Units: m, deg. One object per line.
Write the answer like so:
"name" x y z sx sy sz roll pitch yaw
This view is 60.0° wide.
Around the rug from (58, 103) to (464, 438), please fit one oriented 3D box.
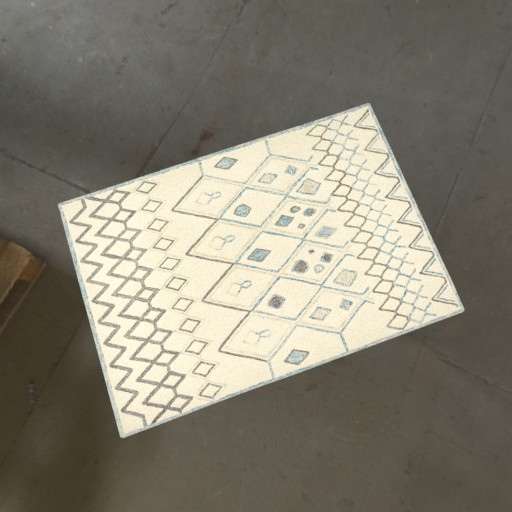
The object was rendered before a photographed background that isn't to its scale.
"rug" 0.000 0.000 2.326 1.820 0.009 1.260 -19 78 -4
